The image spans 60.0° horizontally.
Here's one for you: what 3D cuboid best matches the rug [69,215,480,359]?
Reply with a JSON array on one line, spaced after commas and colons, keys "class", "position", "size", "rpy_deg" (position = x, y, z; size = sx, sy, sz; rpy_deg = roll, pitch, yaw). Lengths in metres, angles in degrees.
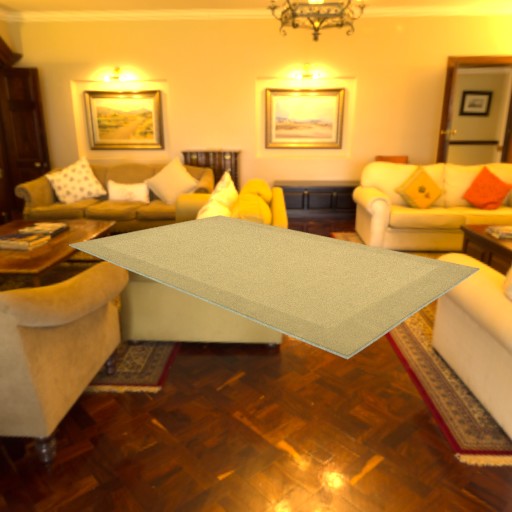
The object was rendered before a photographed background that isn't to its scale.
[{"class": "rug", "position": [0.000, 0.000, 3.063], "size": [2.438, 0.014, 1.524], "rpy_deg": [15, 23, 41]}]
